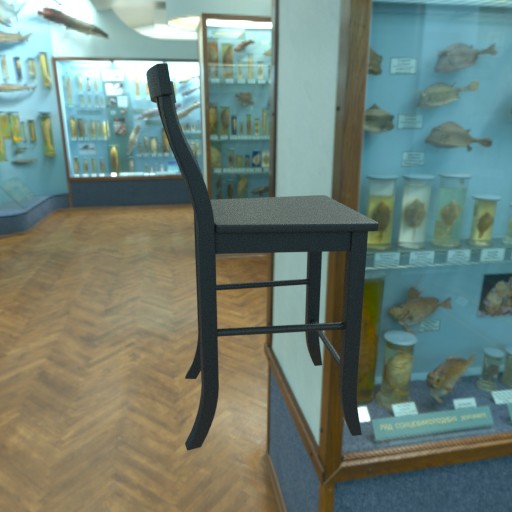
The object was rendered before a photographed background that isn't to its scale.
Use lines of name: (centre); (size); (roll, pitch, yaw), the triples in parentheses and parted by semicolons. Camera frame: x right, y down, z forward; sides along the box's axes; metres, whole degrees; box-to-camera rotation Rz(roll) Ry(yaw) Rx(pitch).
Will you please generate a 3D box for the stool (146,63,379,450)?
stool: (0.000, 0.000, 1.303); (0.559, 0.989, 0.452); (-3, 17, -8)
